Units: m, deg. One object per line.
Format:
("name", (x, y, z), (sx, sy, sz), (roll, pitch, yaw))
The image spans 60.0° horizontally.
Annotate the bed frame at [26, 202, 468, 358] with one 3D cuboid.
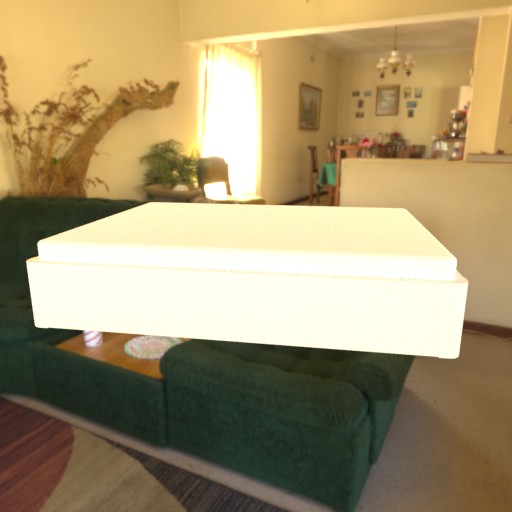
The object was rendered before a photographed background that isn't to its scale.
("bed frame", (0.000, 0.000, 2.536), (1.900, 0.406, 1.400), (2, 15, 9))
